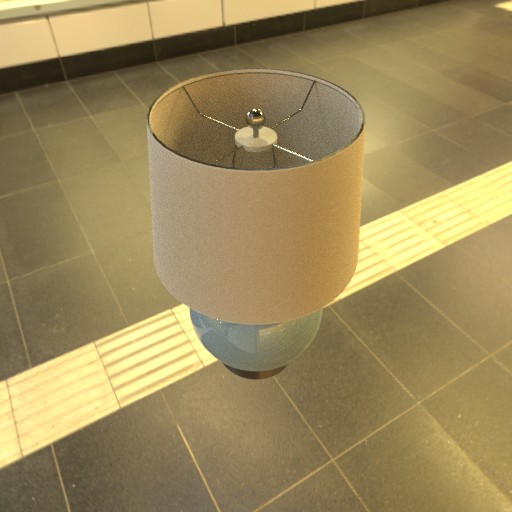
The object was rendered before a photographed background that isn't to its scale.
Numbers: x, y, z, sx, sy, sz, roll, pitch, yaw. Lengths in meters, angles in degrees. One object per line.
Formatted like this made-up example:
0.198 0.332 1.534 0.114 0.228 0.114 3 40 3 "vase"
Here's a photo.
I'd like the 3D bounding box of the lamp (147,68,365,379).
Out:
0.000 0.000 0.556 0.247 0.387 0.247 0 44 0 "lamp"
